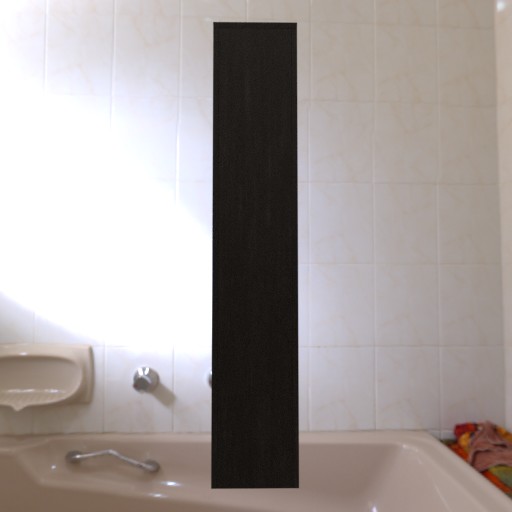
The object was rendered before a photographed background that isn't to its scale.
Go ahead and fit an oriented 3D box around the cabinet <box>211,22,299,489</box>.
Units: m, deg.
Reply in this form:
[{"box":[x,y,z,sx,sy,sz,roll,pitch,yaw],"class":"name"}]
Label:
[{"box":[0.000,0.000,1.590,0.250,1.280,0.750,0,-2,-1],"class":"cabinet"}]
